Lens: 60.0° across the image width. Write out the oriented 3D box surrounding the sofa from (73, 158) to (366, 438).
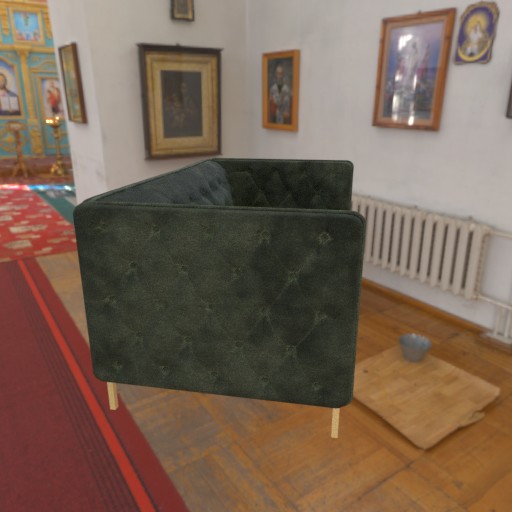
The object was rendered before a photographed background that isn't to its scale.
[{"bbox_3d":[0.000,0.000,2.087,0.895,0.768,1.537,3,18,10],"label":"sofa"}]
